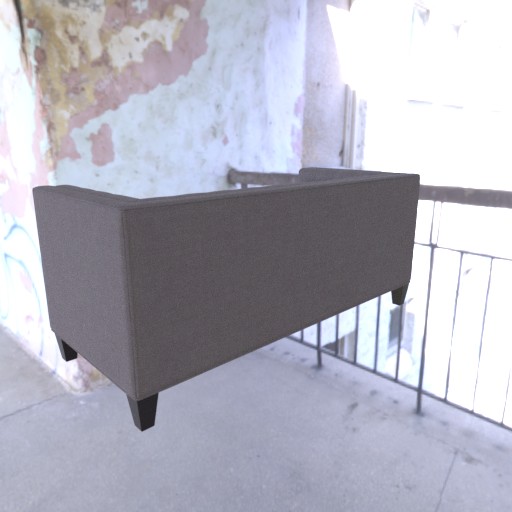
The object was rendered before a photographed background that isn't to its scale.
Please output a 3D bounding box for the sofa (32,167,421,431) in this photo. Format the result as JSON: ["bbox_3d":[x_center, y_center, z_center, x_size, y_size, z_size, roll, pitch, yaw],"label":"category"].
[{"bbox_3d":[0.000,0.000,2.209,1.778,0.762,0.775,-14,20,-41],"label":"sofa"}]
